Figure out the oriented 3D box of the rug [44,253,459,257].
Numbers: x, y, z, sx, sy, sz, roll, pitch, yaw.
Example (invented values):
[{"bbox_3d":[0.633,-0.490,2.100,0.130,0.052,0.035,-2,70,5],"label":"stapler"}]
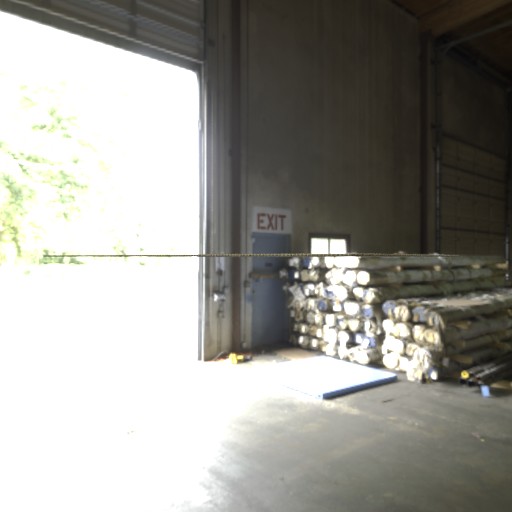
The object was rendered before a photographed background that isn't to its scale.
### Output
[{"bbox_3d":[0.000,0.000,4.132,3.048,0.013,2.438,0,0,36],"label":"rug"}]
